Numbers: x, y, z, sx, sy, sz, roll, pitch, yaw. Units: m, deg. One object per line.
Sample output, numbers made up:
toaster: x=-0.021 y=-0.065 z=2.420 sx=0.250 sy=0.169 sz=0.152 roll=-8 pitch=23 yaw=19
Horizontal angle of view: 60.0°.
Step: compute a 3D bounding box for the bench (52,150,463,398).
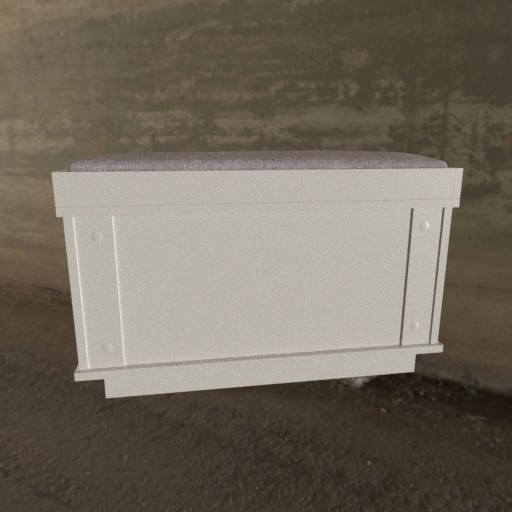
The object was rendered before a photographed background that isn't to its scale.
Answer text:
bench: x=0.000 y=0.000 z=1.002 sx=0.734 sy=0.461 sz=0.362 roll=-2 pitch=15 yaw=-9
